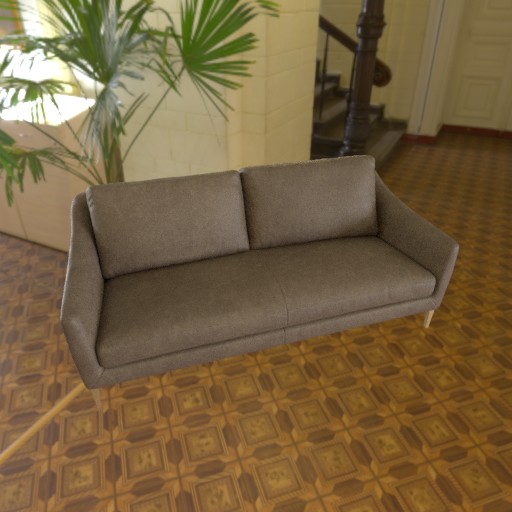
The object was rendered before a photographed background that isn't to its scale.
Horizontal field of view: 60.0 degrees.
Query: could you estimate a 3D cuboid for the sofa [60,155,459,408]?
[{"bbox_3d":[0.000,0.000,2.563,2.036,0.902,0.960,-10,32,-16],"label":"sofa"}]
